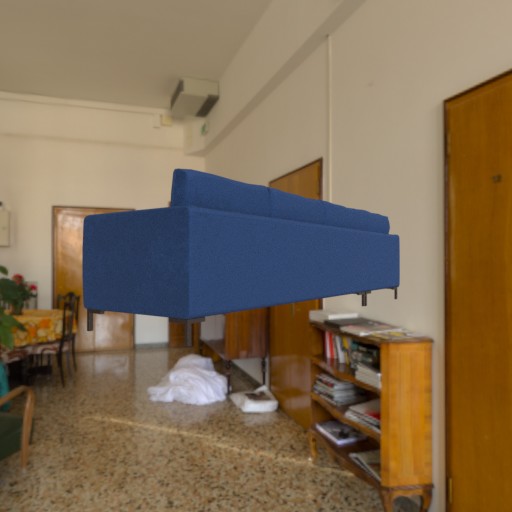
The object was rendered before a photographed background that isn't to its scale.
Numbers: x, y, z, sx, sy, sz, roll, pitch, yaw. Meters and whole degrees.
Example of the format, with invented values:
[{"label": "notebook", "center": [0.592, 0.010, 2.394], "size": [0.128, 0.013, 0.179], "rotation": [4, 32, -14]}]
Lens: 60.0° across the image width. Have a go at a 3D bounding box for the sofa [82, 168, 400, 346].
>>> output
[{"label": "sofa", "center": [0.000, 0.000, 2.891], "size": [1.128, 0.679, 2.450], "rotation": [0, -1, 35]}]
